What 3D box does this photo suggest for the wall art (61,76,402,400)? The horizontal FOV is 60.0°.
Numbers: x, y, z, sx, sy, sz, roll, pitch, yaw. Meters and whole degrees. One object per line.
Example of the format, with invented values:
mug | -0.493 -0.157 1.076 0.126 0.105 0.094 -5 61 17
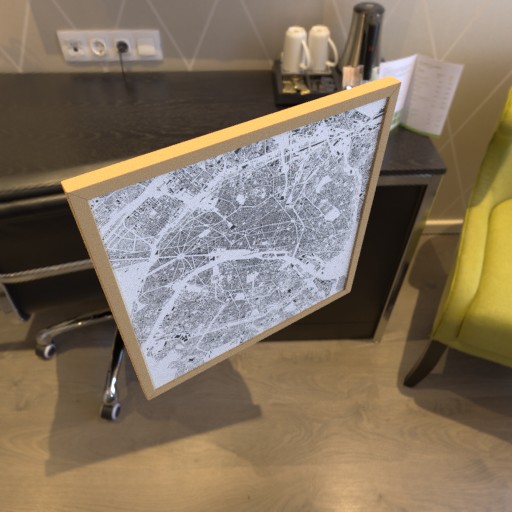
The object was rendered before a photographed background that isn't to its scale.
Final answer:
wall art | 0.000 0.000 1.157 0.761 0.761 0.037 -24 51 -21
